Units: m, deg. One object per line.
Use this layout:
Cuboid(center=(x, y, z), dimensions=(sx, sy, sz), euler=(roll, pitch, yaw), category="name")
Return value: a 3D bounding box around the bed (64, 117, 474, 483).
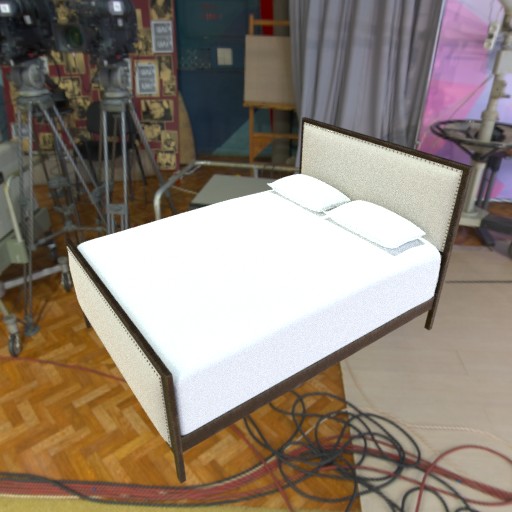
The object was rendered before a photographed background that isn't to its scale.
Cuboid(center=(0.000, 0.000, 3.124), dimensions=(2.221, 1.313, 1.607), euler=(-20, 36, -30), category="bed")
